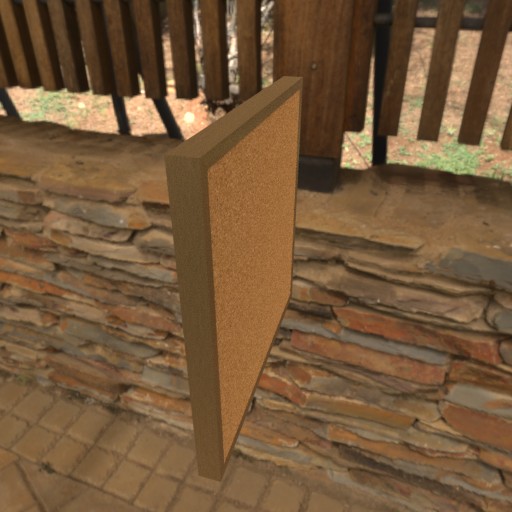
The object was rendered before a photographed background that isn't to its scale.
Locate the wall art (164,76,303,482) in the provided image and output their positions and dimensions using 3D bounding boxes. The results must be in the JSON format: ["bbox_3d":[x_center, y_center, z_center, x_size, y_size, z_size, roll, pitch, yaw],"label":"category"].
[{"bbox_3d":[0.000,0.000,0.765,0.037,0.509,0.510,8,31,14],"label":"wall art"}]
